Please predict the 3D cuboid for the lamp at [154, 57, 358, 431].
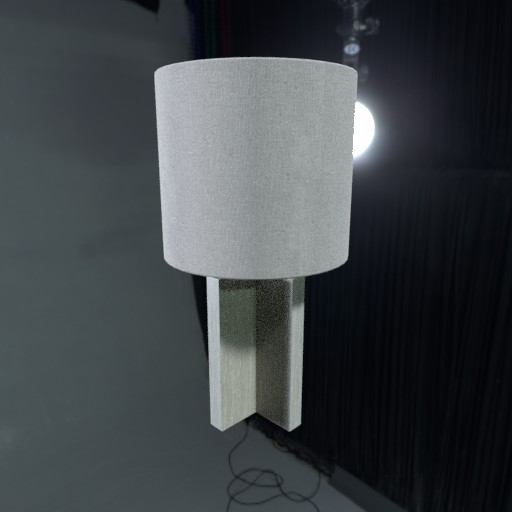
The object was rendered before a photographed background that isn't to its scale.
[{"bbox_3d":[0.000,0.000,0.562,0.229,0.428,0.229,-14,20,-43],"label":"lamp"}]
